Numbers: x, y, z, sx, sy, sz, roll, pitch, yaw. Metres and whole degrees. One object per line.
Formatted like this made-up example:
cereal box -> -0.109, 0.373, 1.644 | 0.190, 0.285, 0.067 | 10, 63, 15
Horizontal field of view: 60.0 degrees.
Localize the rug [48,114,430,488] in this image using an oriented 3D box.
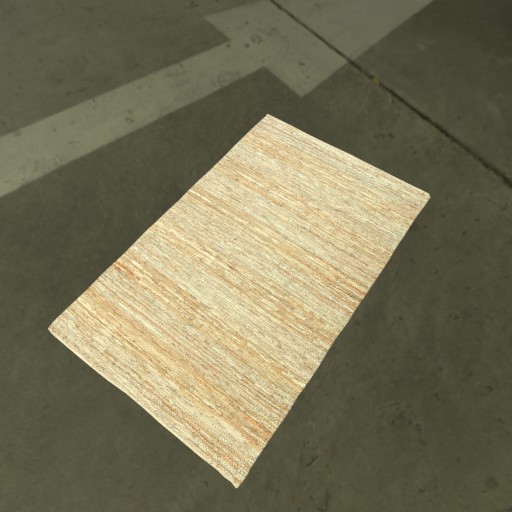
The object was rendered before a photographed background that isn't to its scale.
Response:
rug -> 0.000, 0.000, 3.084 | 1.529, 0.009, 2.446 | 32, 64, 18
